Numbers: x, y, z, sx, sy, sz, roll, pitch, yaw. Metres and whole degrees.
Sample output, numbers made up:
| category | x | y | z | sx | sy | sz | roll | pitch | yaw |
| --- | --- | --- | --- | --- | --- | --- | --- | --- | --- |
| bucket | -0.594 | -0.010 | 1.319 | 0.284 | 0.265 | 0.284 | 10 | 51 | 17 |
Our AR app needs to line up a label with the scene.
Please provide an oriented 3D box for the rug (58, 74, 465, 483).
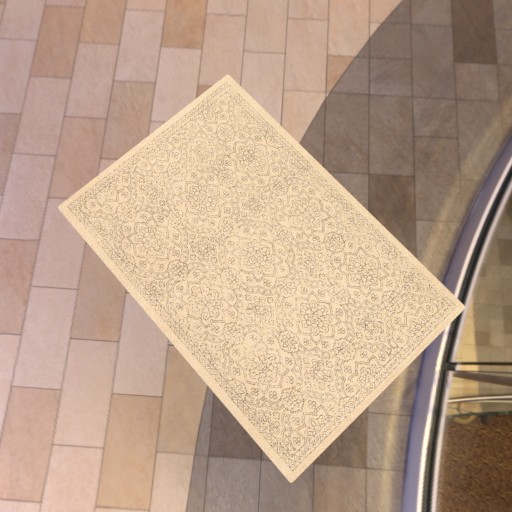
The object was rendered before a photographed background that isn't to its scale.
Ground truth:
| category | x | y | z | sx | sy | sz | roll | pitch | yaw |
| --- | --- | --- | --- | --- | --- | --- | --- | --- | --- |
| rug | 0.000 | 0.000 | 2.312 | 1.219 | 0.010 | 1.829 | -41 | 80 | -9 |
